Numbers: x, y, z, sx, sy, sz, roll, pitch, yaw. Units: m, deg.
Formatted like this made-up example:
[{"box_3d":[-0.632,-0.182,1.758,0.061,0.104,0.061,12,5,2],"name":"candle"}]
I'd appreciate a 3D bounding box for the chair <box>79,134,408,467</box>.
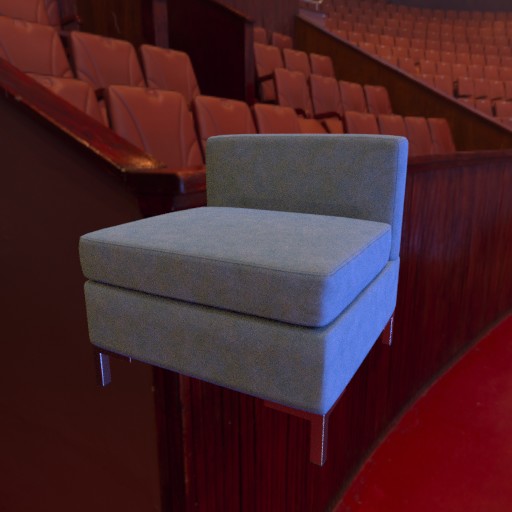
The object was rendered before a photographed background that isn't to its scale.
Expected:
[{"box_3d":[0.000,0.000,1.240,0.684,0.660,0.685,8,17,28],"name":"chair"}]
